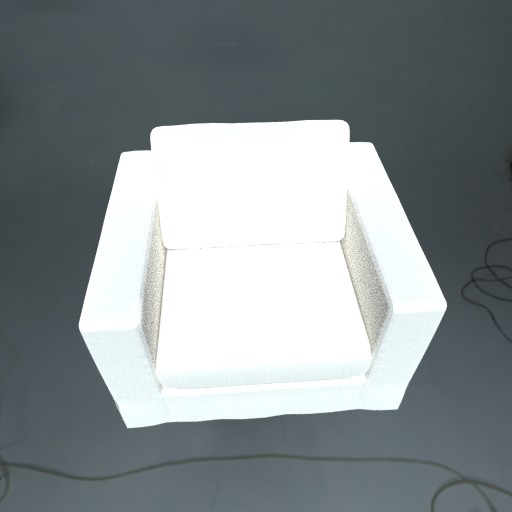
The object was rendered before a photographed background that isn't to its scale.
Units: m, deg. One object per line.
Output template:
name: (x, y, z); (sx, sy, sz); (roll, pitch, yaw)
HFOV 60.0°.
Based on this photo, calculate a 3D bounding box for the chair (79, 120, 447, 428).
chair: (0.000, 0.000, 1.781); (1.150, 0.878, 0.957); (-3, 46, -3)
